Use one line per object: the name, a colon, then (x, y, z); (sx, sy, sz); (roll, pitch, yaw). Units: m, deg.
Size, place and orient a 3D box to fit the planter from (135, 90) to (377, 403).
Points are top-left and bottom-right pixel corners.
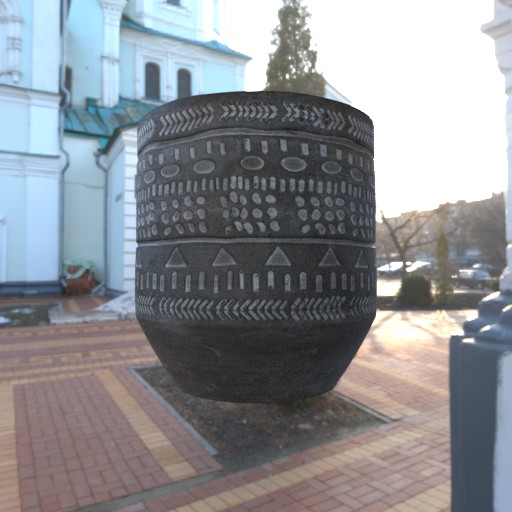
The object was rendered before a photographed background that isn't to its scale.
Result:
planter: (0.000, 0.000, 0.231); (0.122, 0.128, 0.122); (0, -1, 0)
